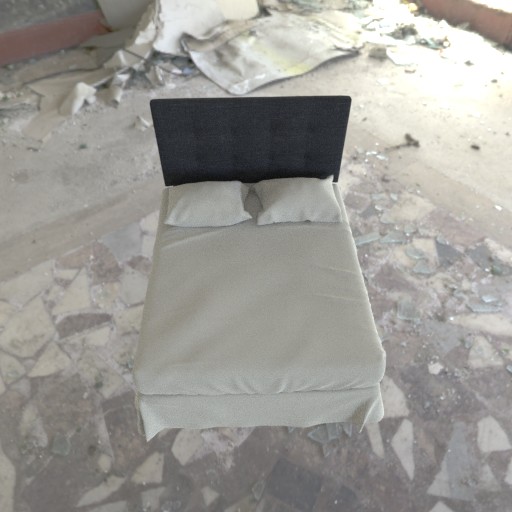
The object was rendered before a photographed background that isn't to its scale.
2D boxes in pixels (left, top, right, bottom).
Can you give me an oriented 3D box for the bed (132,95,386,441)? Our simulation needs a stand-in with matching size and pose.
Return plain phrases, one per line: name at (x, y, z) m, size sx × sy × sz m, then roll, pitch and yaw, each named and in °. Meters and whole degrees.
bed at (0.000, 0.000, 3.456) m, size 1.936 × 1.577 × 2.222 m, roll -2°, pitch 47°, yaw -1°
